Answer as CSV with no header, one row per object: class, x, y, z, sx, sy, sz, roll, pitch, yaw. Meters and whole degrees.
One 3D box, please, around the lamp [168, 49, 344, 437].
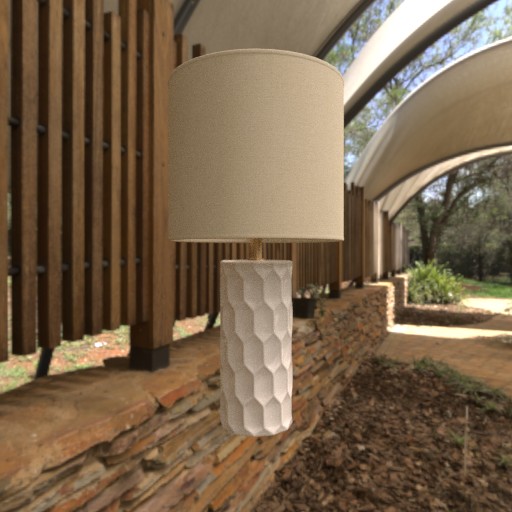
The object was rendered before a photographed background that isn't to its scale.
lamp,0.000,0.000,0.711,0.277,0.537,0.277,0,0,18
